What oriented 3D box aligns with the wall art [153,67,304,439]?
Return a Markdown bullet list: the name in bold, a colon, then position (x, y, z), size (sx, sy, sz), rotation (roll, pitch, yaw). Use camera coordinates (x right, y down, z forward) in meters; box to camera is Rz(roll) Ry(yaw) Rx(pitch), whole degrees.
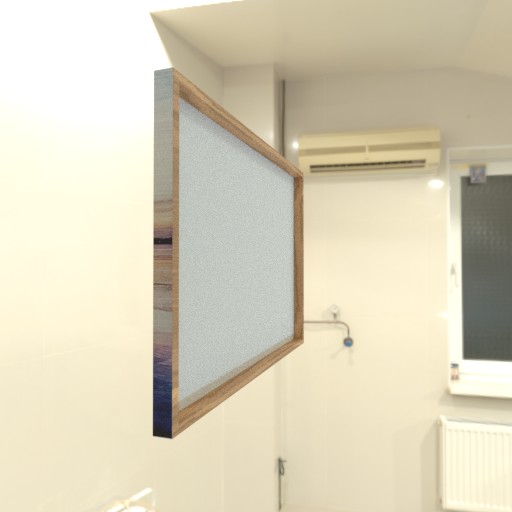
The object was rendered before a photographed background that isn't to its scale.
- **wall art**: position (0.000, 0.000, 1.155), size (0.037, 0.605, 0.911), rotation (0, -1, 20)
